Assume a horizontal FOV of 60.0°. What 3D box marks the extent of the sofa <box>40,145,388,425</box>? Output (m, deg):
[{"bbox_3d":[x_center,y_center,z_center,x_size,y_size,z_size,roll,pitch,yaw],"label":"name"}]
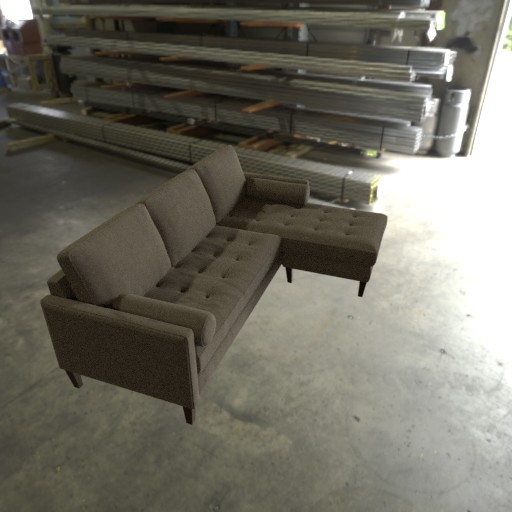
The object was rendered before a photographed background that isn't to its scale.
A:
[{"bbox_3d":[0.000,0.000,2.934,1.506,0.875,2.178,10,31,18],"label":"sofa"}]
